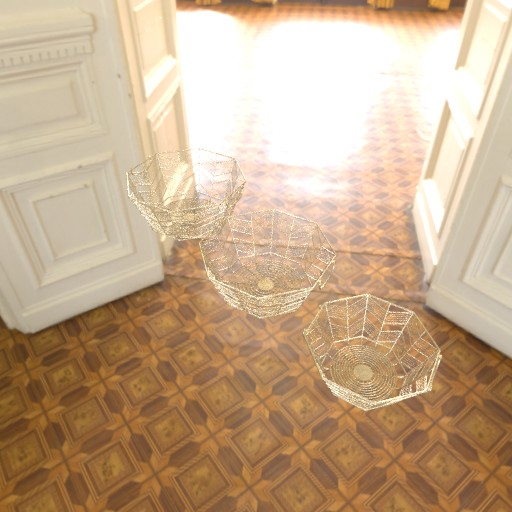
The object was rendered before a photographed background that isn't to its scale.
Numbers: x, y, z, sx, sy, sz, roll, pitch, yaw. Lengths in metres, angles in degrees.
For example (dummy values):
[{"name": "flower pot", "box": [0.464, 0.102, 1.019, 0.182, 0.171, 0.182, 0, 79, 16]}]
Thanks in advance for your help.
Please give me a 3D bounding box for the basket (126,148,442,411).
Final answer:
[{"name": "basket", "box": [0.000, 0.000, 1.367, 0.432, 0.178, 1.246, -27, 47, -27]}]
